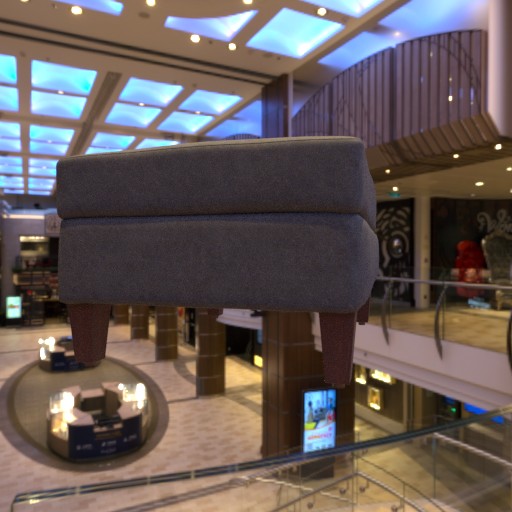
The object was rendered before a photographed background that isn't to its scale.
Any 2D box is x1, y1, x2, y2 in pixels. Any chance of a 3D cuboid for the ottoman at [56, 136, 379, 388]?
[{"bbox_3d":[0.000,0.000,1.219,0.639,0.464,0.839,0,1,17],"label":"ottoman"}]
